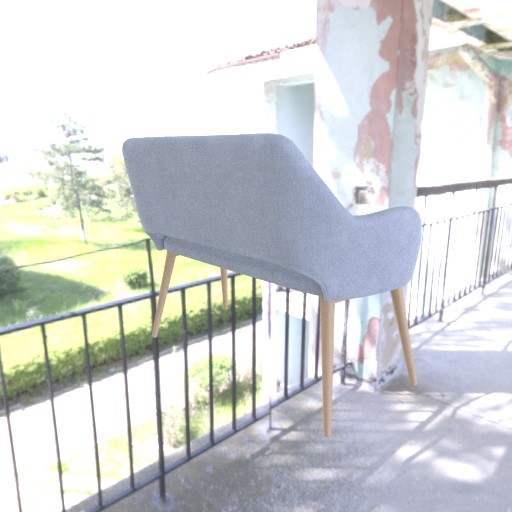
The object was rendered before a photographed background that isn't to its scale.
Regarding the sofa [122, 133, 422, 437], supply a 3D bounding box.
[{"bbox_3d":[0.000,0.000,1.619,0.610,0.840,1.150,-13,19,-42],"label":"sofa"}]
